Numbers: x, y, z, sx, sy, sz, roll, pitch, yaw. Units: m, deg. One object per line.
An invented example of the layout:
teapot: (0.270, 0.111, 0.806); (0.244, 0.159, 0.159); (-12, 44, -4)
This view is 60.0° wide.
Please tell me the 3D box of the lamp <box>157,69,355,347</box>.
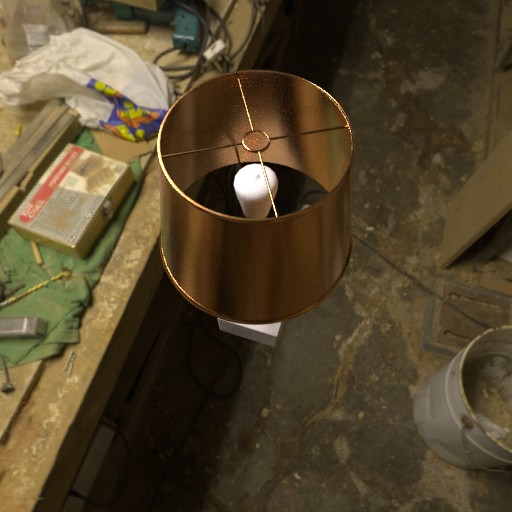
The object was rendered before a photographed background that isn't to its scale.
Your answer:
lamp: (0.000, 0.000, 0.530); (0.208, 0.406, 0.208); (0, 63, 0)
